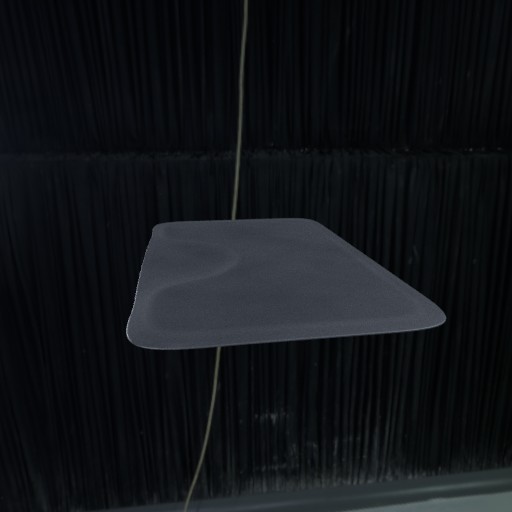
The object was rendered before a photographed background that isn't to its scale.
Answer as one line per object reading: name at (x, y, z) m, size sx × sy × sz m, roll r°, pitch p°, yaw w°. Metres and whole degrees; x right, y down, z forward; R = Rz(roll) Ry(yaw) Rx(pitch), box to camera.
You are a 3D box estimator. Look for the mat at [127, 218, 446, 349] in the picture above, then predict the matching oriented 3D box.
mat at (0.000, 0.000, 1.854) m, size 0.918 × 0.013 × 1.524 m, roll -3°, pitch 16°, yaw -9°
